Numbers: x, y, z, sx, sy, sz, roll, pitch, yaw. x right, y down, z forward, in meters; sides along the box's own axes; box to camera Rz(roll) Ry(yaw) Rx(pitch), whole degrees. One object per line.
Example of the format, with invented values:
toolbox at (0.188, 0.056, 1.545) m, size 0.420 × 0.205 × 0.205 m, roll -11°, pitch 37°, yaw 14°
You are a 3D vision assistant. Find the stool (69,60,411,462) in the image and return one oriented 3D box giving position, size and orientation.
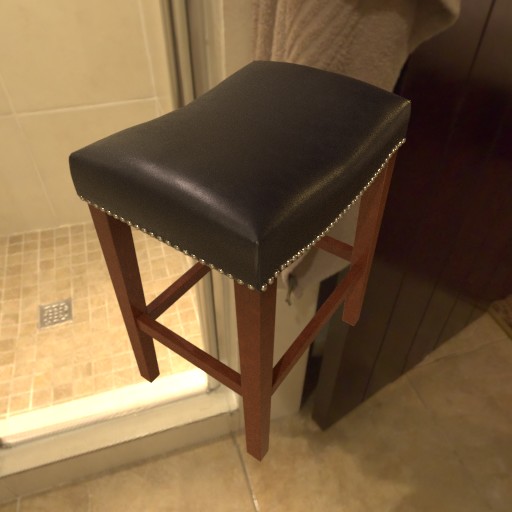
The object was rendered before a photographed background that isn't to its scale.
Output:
stool at (0.000, 0.000, 0.947) m, size 0.372 × 0.654 × 0.504 m, roll 26°, pitch 49°, yaw 25°
